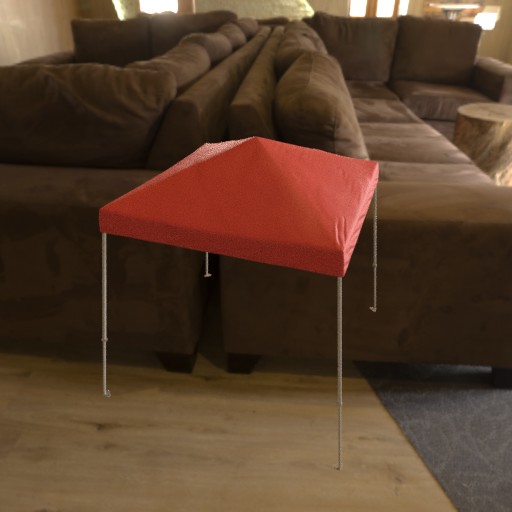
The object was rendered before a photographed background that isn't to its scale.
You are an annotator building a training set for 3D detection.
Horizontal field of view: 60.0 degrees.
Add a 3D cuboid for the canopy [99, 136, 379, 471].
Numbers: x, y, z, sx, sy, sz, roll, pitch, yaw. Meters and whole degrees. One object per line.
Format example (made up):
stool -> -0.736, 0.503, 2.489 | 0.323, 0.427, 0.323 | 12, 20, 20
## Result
canopy -> 0.000, 0.000, 6.683 | 3.599, 3.600, 3.600 | 10, 32, 17
